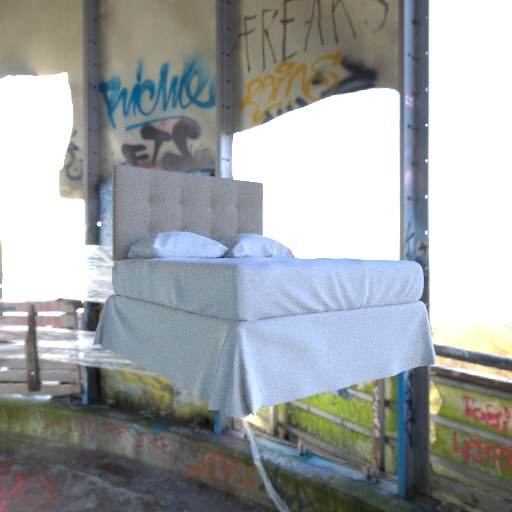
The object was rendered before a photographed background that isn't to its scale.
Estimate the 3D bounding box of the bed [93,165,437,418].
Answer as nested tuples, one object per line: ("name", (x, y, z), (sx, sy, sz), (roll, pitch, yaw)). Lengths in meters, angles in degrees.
("bed", (0.000, 0.000, 3.535), (1.936, 1.577, 2.222), (0, 0, -37))
